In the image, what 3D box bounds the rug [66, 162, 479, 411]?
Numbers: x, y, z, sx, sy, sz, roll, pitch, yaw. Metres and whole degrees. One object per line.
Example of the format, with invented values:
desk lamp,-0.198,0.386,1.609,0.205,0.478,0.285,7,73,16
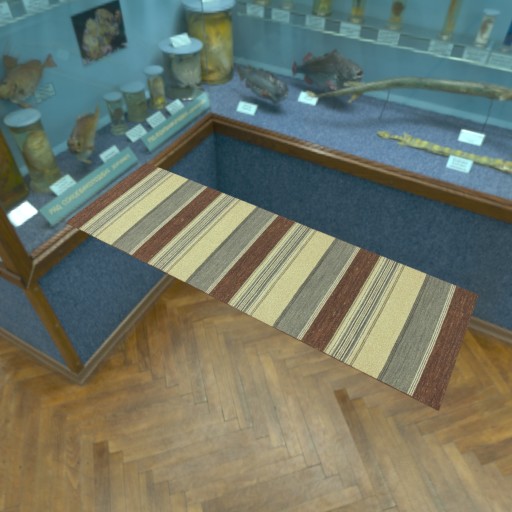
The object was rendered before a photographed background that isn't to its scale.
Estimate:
rug,0.000,0.000,2.689,2.437,0.006,0.792,24,51,21
